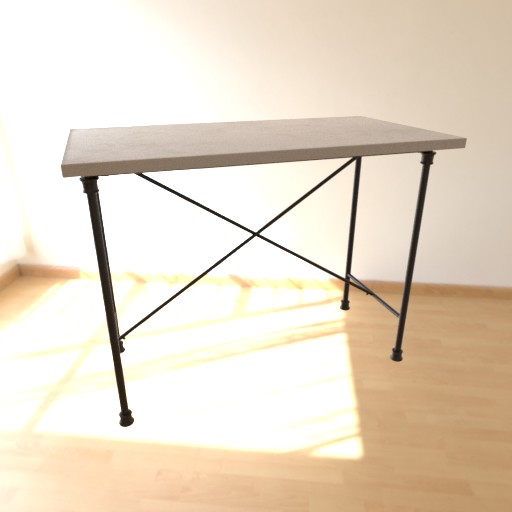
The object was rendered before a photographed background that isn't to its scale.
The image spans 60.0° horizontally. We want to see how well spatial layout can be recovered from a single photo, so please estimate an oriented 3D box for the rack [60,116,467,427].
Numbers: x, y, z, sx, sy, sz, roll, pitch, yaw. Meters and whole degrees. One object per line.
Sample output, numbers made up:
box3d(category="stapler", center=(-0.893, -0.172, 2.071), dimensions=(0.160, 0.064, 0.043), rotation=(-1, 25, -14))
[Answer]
box3d(category="rack", center=(0.000, 0.000, 1.629), dimensions=(1.159, 0.880, 0.613), rotation=(-8, 25, -17))
